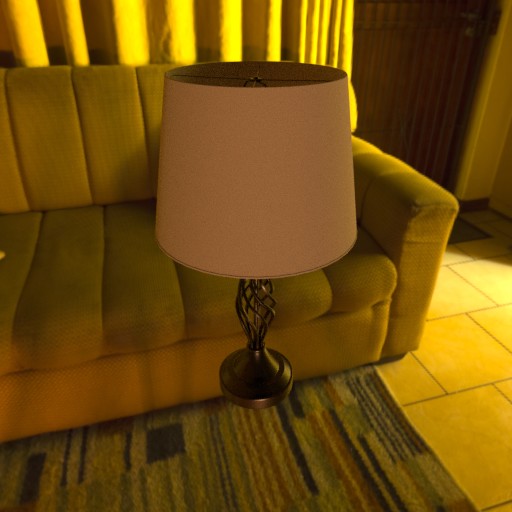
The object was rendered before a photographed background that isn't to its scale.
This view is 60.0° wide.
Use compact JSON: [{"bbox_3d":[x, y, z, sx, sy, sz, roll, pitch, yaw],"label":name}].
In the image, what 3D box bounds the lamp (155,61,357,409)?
[{"bbox_3d":[0.000,0.000,0.768,0.331,0.594,0.331,0,30,0],"label":"lamp"}]
